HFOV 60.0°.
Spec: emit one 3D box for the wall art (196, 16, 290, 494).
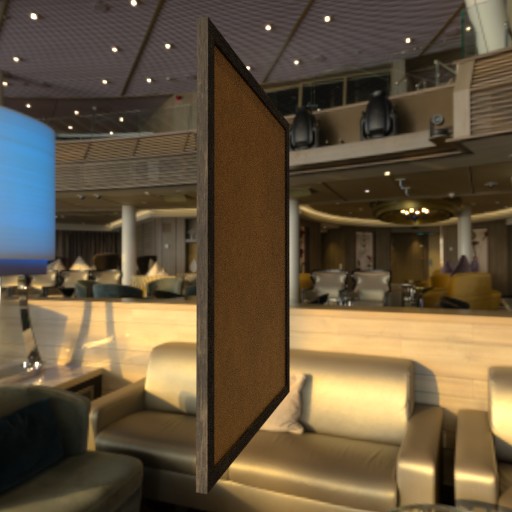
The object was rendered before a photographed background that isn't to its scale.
[{"bbox_3d":[0.000,0.000,1.381,0.029,1.066,0.812,0,-1,17],"label":"wall art"}]
